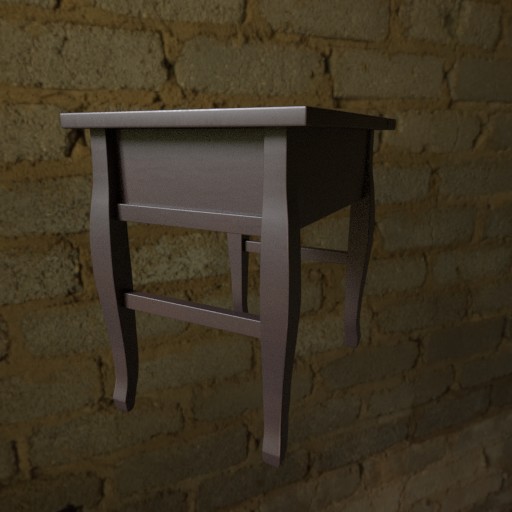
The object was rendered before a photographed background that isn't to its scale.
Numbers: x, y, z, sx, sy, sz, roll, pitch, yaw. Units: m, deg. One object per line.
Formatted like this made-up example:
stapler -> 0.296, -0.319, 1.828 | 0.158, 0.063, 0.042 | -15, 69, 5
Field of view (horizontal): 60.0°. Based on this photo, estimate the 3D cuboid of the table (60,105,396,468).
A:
table -> 0.000, 0.000, 1.007 | 0.460, 0.605, 0.602 | 8, 17, 26
